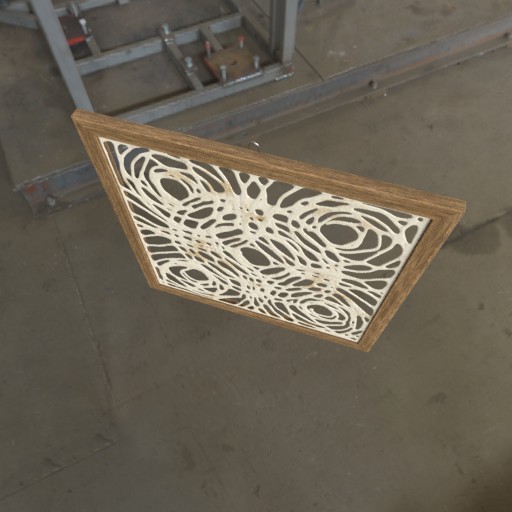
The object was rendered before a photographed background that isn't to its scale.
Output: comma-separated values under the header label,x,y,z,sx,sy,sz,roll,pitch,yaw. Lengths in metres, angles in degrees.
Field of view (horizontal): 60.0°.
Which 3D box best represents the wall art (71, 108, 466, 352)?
label,x,y,z,sx,sy,sz,roll,pitch,yaw
wall art,0.000,0.000,0.842,0.561,0.576,0.021,15,61,9
